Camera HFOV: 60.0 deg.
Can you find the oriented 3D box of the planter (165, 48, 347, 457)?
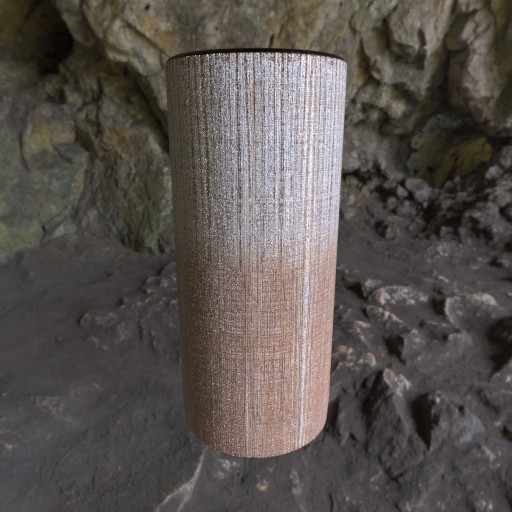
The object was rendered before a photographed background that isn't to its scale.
[{"bbox_3d":[0.000,0.000,0.280,0.100,0.227,0.100,-2,17,-7],"label":"planter"}]
